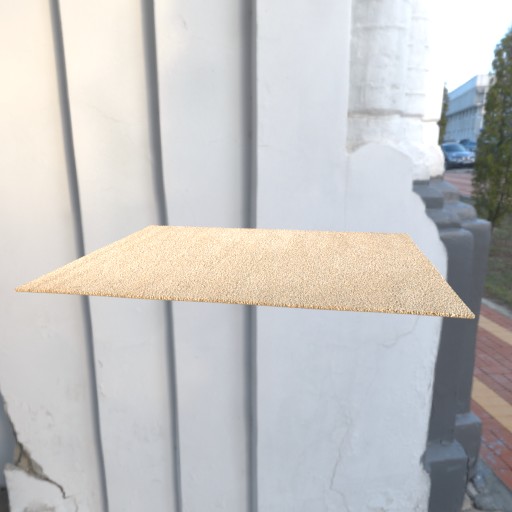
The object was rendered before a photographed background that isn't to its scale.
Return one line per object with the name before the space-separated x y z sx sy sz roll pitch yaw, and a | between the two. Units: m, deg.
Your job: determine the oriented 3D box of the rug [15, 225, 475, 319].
rug | 0.000 0.000 3.983 3.000 0.026 2.400 2 15 9
